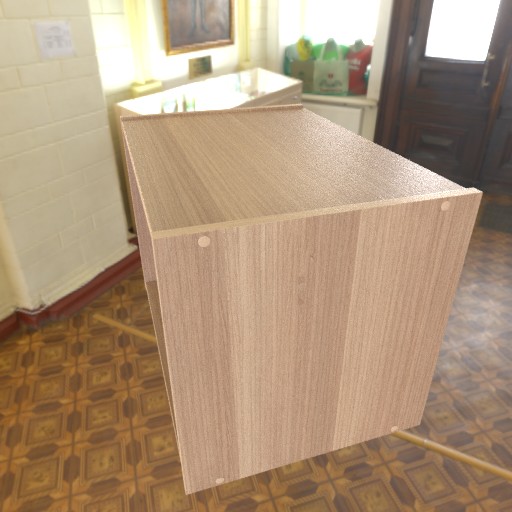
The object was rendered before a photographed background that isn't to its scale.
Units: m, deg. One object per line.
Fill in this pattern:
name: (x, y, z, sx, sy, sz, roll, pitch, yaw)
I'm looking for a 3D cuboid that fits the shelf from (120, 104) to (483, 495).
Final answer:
shelf: (0.000, 0.000, 0.602, 0.290, 0.305, 0.415, -9, 31, -16)
